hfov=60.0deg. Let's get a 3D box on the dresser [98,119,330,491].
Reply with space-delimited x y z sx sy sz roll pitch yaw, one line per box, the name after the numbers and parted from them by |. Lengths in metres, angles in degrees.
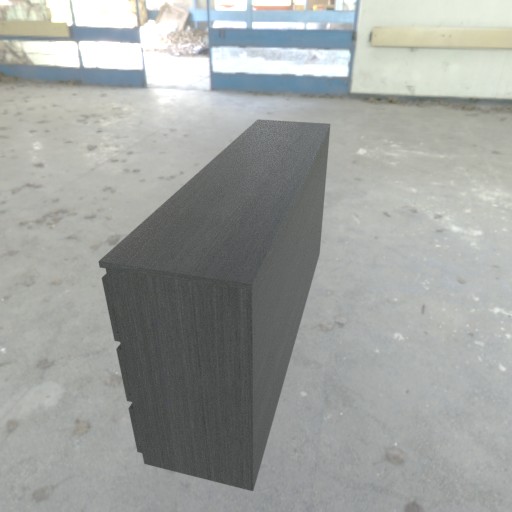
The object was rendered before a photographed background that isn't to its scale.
0.000 0.000 1.930 0.400 0.795 1.590 7 31 13 | dresser
